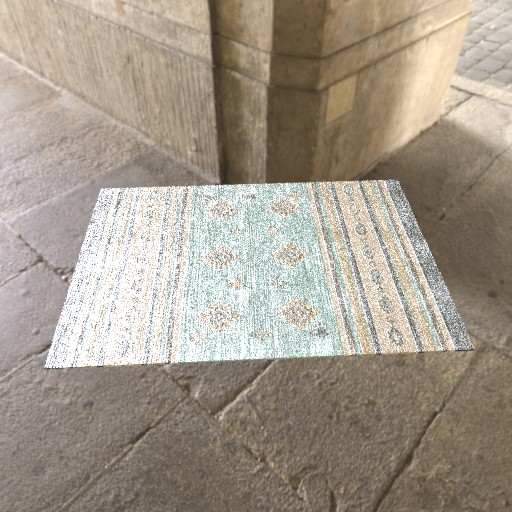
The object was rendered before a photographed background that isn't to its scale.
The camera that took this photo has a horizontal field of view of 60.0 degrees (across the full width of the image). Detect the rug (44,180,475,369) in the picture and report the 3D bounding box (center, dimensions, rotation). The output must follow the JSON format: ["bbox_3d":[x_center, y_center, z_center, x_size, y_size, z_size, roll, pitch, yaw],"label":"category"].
[{"bbox_3d":[0.000,0.000,2.280,1.811,0.010,1.212,-2,46,-2],"label":"rug"}]
